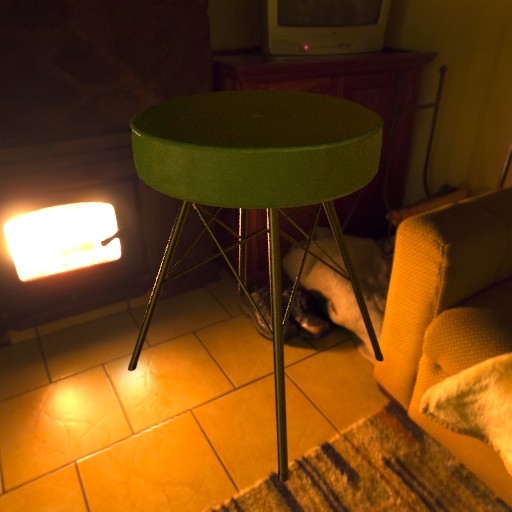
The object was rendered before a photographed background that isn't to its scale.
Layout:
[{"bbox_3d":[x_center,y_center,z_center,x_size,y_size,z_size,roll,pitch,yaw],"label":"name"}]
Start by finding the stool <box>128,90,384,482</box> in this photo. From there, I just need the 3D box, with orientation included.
[{"bbox_3d":[0.000,0.000,0.905,0.457,0.595,0.430,22,36,33],"label":"stool"}]
